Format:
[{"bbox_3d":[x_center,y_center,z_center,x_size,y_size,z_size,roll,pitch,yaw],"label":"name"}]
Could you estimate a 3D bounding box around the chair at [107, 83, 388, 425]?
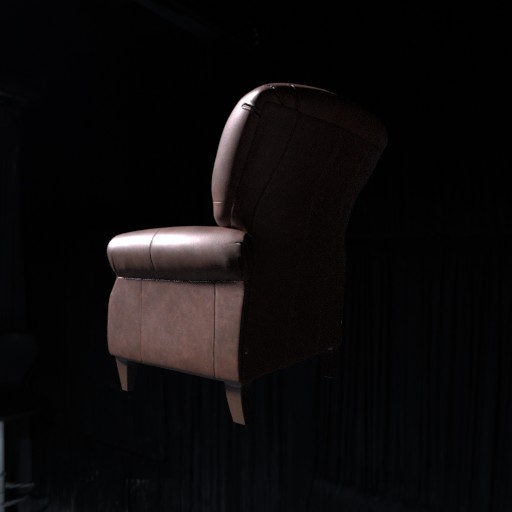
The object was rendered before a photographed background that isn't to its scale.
[{"bbox_3d":[0.000,0.000,1.950,1.031,1.162,0.979,1,1,36],"label":"chair"}]
